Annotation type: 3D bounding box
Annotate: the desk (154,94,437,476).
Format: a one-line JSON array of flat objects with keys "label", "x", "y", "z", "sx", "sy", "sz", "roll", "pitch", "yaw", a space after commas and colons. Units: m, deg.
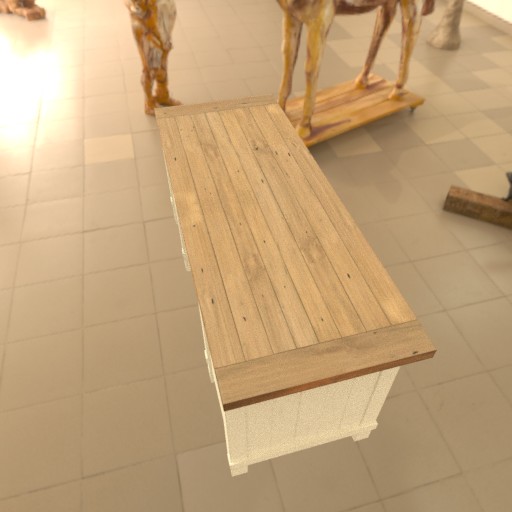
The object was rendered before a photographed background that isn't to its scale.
[{"label": "desk", "x": 0.000, "y": 0.000, "z": 2.210, "sx": 0.688, "sy": 0.760, "sz": 1.803, "roll": -11, "pitch": 47, "yaw": -11}]
